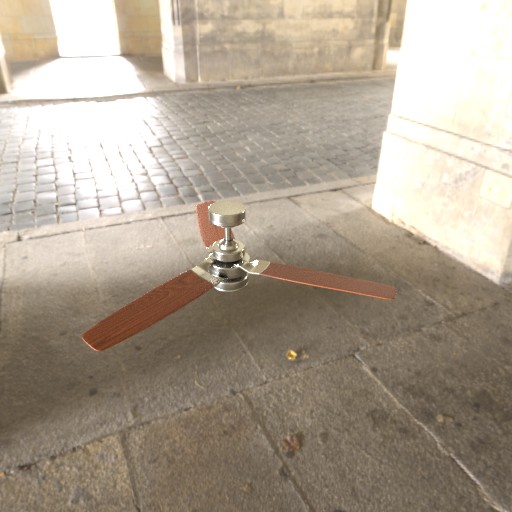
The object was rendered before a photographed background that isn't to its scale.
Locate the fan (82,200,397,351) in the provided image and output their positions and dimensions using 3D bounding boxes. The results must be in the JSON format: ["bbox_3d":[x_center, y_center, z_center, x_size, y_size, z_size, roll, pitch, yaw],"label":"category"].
[{"bbox_3d":[0.000,0.000,2.047,1.271,0.410,1.416,10,31,17],"label":"fan"}]
